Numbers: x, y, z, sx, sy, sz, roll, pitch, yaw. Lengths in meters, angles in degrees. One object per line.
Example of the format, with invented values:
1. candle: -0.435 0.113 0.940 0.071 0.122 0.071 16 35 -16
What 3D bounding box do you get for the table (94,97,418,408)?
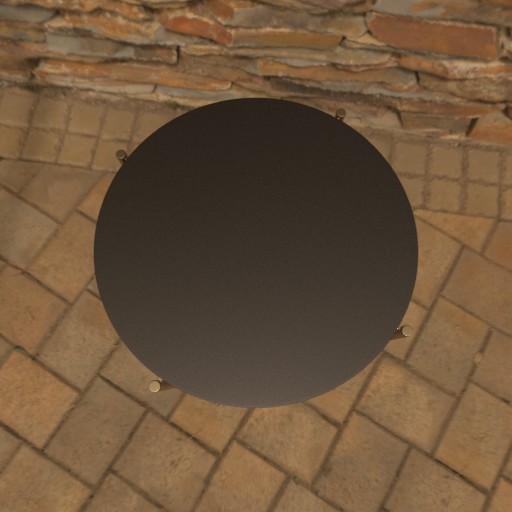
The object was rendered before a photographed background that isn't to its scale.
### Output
1. table: 0.000 0.000 1.478 0.938 0.400 0.938 3 74 1
